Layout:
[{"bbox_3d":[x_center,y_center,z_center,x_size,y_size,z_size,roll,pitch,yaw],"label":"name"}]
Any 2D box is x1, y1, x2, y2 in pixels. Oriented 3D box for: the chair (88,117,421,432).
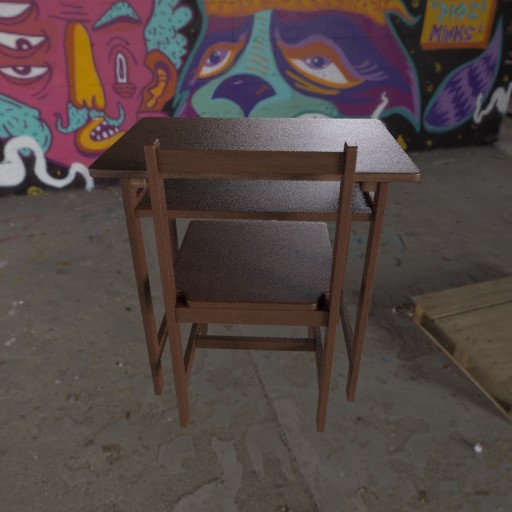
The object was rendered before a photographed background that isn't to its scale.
[{"bbox_3d":[0.000,0.000,1.061,0.599,0.673,0.463,1,31,2],"label":"chair"}]
